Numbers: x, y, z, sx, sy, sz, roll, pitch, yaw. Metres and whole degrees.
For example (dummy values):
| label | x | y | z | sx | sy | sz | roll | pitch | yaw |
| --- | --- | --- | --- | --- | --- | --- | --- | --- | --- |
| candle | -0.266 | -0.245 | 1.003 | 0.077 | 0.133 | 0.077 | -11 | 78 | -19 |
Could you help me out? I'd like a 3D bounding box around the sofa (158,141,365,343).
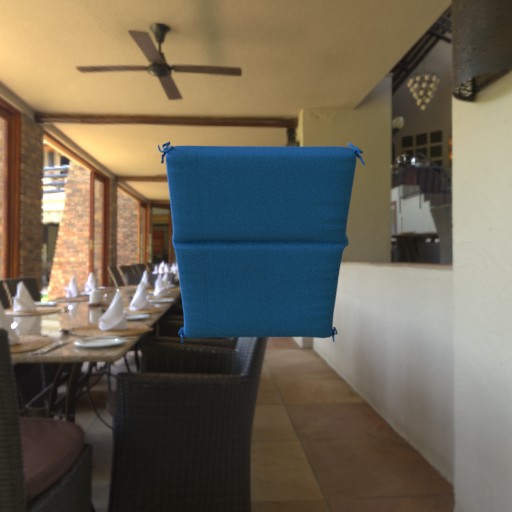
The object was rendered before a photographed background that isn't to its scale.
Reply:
| label | x | y | z | sx | sy | sz | roll | pitch | yaw |
| --- | --- | --- | --- | --- | --- | --- | --- | --- | --- |
| sofa | 0.000 | 0.000 | 1.986 | 0.582 | 0.622 | 1.663 | 0 | 0 | -1 |
